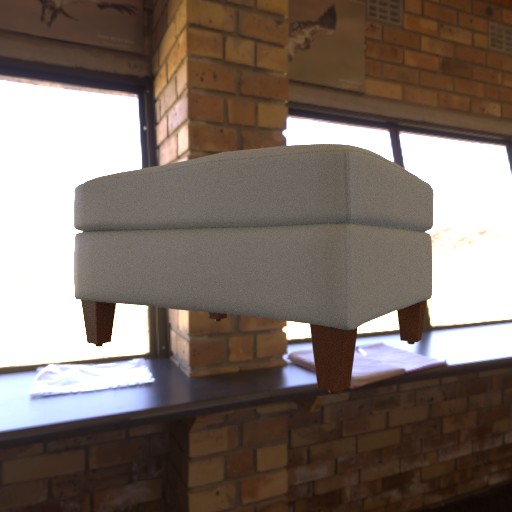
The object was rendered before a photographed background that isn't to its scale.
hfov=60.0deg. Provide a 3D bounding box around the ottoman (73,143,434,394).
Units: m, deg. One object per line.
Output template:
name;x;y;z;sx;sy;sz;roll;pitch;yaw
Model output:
ottoman;0.000;0.000;1.227;0.818;0.496;0.634;1;1;34
